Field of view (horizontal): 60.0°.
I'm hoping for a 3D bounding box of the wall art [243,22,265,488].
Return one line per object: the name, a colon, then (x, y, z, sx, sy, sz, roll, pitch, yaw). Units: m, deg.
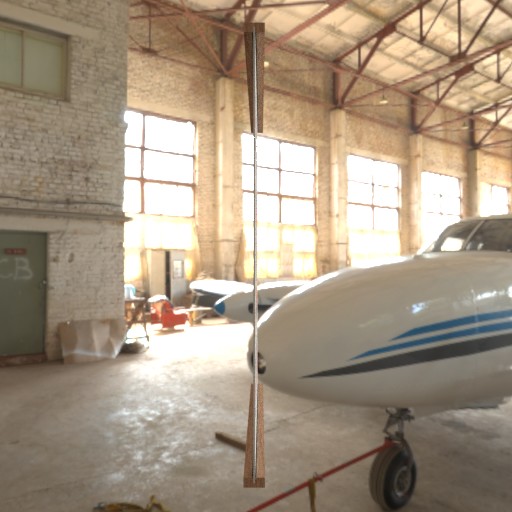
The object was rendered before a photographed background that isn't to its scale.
wall art: (0.000, 0.000, 0.807, 0.028, 0.609, 0.456, 0, -1, 1)
